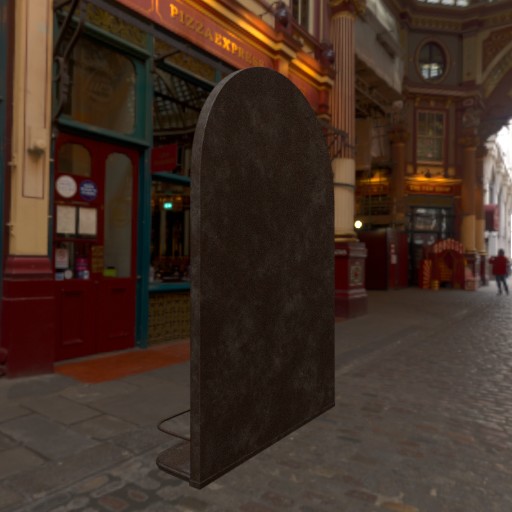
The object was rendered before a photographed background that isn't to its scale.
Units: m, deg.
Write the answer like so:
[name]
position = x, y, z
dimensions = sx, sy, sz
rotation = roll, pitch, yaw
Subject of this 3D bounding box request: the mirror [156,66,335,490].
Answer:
[mirror]
position = 0.000, 0.000, 0.975
dimensions = 0.137, 0.770, 0.510
rotation = 0, 0, 36
